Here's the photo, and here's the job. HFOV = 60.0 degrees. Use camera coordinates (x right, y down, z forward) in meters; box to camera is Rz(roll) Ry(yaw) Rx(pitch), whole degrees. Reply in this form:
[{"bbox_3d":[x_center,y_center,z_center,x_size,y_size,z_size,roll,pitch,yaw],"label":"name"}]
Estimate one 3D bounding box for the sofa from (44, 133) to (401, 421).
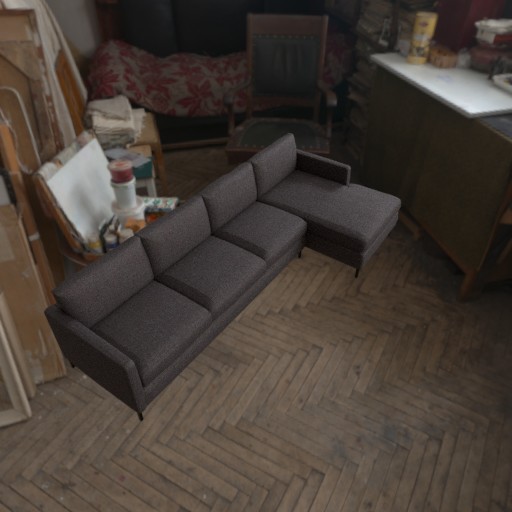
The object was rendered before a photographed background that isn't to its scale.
[{"bbox_3d":[0.000,0.000,3.935,1.483,0.892,3.221,25,46,26],"label":"sofa"}]
